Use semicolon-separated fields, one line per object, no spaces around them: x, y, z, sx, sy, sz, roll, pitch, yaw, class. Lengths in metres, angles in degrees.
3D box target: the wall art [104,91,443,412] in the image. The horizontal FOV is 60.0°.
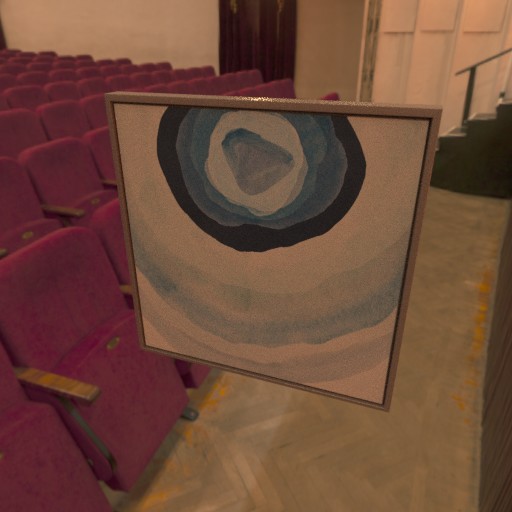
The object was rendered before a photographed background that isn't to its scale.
0.000;0.000;0.519;0.349;0.349;0.028;9;27;18;wall art
